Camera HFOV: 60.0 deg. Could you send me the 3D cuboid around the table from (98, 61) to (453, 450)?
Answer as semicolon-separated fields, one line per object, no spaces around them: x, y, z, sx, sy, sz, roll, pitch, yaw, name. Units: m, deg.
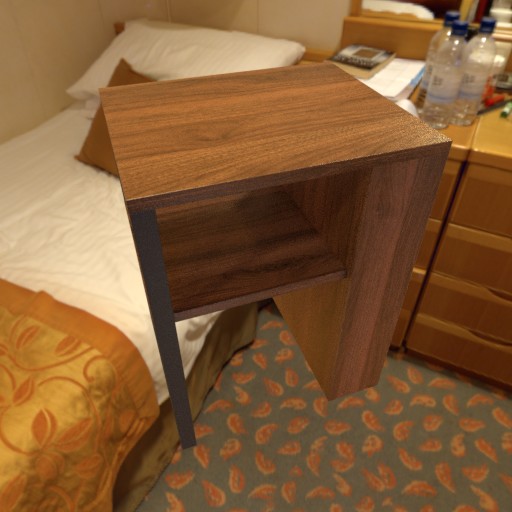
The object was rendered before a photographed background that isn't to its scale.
0.000;0.000;1.554;0.786;1.041;0.660;-13;42;-15;table
